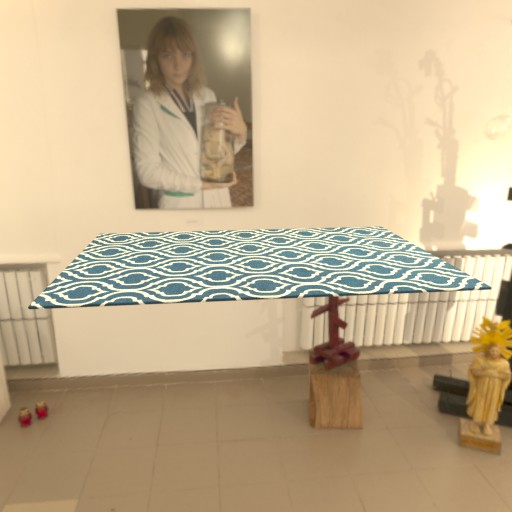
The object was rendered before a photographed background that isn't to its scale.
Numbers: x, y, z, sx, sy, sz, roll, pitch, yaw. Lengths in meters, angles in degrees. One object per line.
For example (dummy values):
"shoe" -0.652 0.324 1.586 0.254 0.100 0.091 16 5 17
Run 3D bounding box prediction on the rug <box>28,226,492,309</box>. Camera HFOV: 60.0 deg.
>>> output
"rug" 0.000 0.000 2.201 1.753 0.010 1.143 -2 16 -6
